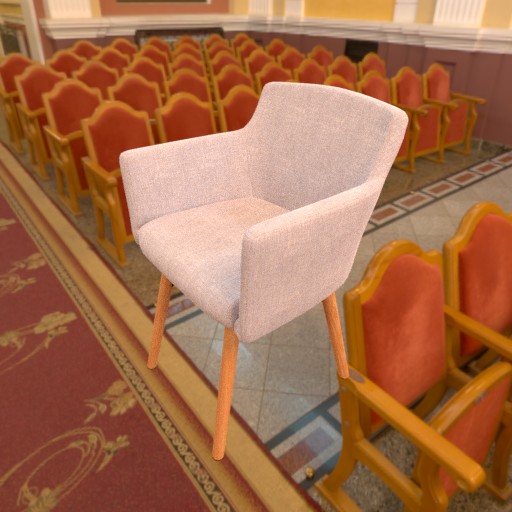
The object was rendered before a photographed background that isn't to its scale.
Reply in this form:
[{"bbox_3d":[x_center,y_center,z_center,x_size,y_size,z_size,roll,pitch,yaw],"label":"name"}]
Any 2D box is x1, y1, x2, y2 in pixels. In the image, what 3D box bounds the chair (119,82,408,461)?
[{"bbox_3d":[0.000,0.000,1.149,0.540,0.780,0.570,-21,37,-31],"label":"chair"}]
